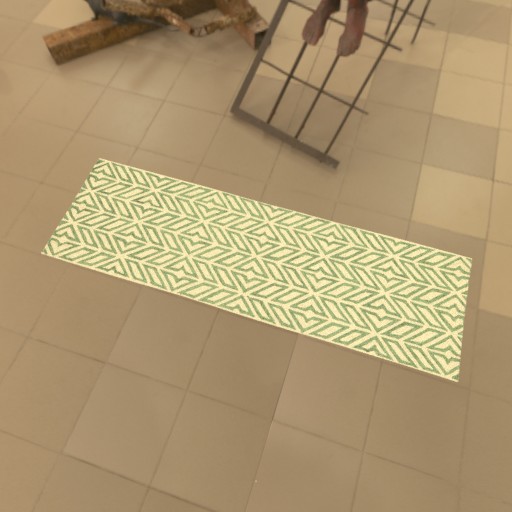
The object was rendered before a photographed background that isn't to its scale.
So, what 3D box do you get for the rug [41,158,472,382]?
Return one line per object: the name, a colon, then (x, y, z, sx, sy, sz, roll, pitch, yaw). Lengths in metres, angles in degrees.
rug: (0.000, 0.000, 2.619, 2.435, 0.009, 0.750, 16, 64, 8)
